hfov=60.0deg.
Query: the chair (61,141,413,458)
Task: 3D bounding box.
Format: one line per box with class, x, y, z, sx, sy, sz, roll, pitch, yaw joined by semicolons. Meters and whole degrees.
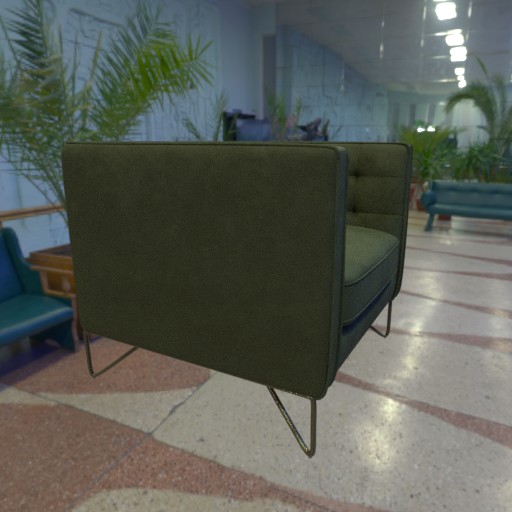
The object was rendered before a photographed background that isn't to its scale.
chair;0.000;0.000;1.571;0.894;0.790;0.880;8;17;28
